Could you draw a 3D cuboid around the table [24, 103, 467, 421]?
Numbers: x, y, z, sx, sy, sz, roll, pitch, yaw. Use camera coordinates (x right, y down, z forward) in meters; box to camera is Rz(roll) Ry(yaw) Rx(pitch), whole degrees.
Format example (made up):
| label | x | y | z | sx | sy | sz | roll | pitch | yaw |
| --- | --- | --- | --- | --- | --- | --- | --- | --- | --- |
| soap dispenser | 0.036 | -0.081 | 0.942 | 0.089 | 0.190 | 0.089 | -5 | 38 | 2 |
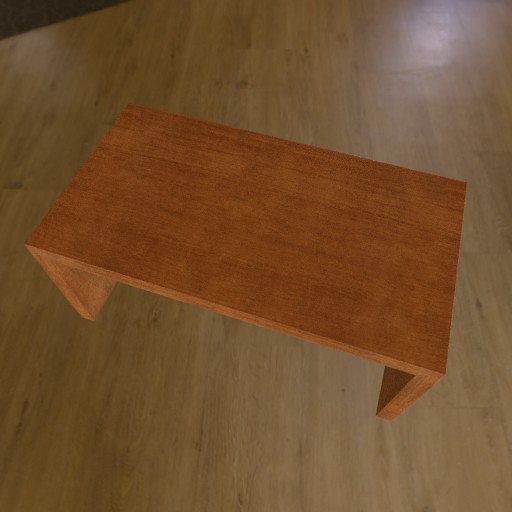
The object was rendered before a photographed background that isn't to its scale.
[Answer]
| label | x | y | z | sx | sy | sz | roll | pitch | yaw |
| --- | --- | --- | --- | --- | --- | --- | --- | --- | --- |
| table | 0.000 | 0.000 | 1.300 | 1.000 | 0.419 | 0.549 | 16 | 59 | 10 |
